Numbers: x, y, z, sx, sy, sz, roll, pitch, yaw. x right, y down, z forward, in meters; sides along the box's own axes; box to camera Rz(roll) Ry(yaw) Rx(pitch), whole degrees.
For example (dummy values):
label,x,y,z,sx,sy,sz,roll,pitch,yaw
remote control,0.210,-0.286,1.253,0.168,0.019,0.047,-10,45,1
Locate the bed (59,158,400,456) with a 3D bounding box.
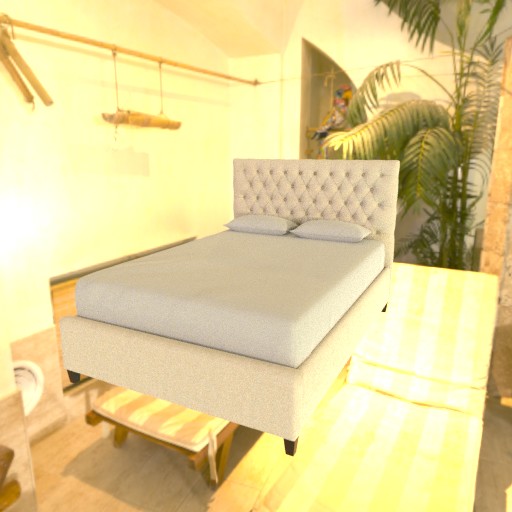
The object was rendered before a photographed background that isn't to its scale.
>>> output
label,x,y,z,sx,sy,sz,roll,pitch,yaw
bed,0.000,0.000,3.460,1.698,1.427,2.387,7,15,26
